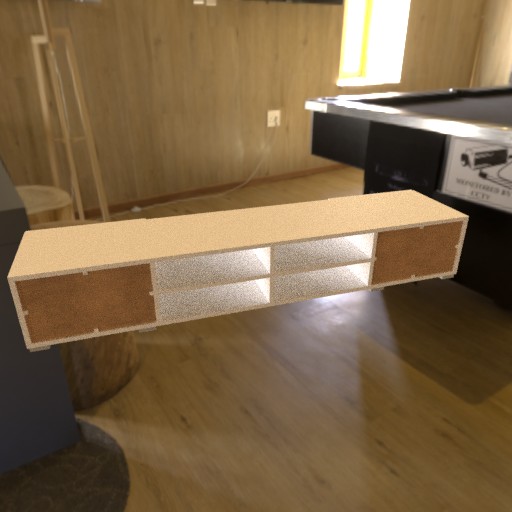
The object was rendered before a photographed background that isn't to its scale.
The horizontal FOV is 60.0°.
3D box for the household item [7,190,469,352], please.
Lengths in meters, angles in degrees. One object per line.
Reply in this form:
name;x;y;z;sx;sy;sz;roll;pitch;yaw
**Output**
household item;0.000;0.000;1.958;1.850;0.310;0.420;-8;27;-16
